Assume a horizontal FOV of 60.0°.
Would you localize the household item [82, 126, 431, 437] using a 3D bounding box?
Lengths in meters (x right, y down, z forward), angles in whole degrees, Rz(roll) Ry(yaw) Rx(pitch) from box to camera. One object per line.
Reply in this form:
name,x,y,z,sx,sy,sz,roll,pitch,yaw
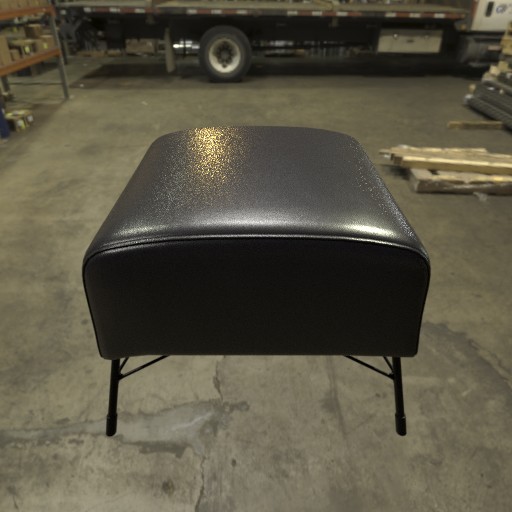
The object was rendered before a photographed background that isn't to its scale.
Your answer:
household item,0.000,0.000,0.887,0.530,0.410,0.530,0,32,0
